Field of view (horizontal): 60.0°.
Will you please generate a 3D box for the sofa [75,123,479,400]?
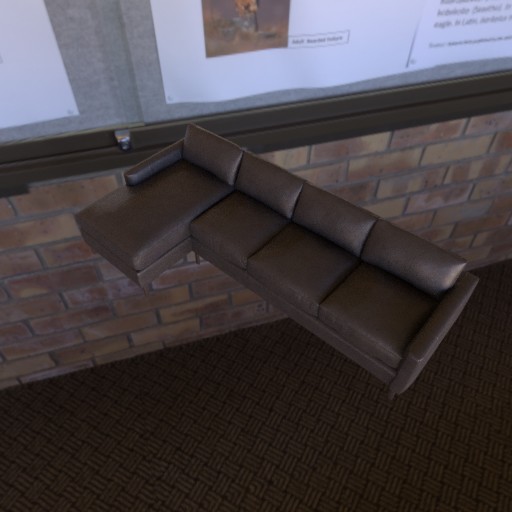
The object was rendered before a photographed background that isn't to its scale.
[{"bbox_3d":[0.000,0.000,3.621,2.993,0.859,1.471,32,55,27],"label":"sofa"}]
